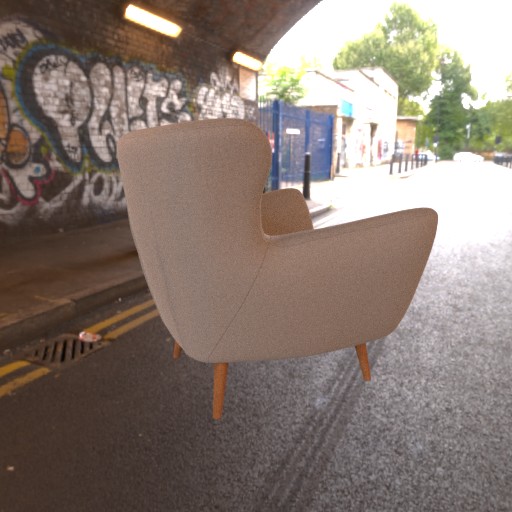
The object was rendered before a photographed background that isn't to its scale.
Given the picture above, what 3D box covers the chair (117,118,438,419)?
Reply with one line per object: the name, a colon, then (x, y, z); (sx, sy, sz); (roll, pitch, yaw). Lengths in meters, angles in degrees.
chair: (0.000, 0.000, 1.590); (0.889, 0.889, 0.890); (-6, 15, -25)
